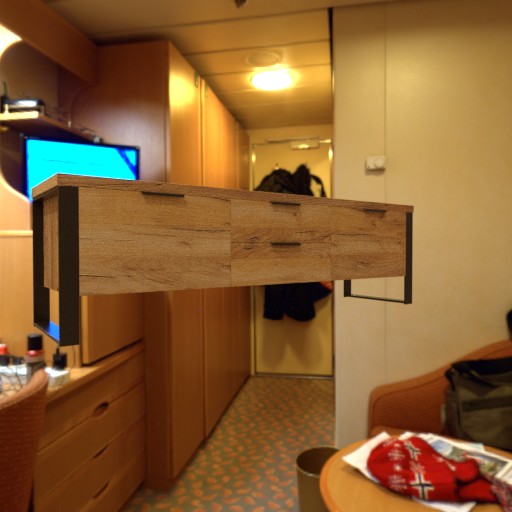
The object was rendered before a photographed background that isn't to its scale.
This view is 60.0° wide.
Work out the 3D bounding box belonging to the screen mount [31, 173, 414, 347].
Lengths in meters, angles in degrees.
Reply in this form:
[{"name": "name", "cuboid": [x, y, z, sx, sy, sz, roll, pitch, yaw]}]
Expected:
[{"name": "screen mount", "cuboid": [0.000, 0.000, 1.735, 1.524, 0.450, 0.395, -1, 1, -36]}]
